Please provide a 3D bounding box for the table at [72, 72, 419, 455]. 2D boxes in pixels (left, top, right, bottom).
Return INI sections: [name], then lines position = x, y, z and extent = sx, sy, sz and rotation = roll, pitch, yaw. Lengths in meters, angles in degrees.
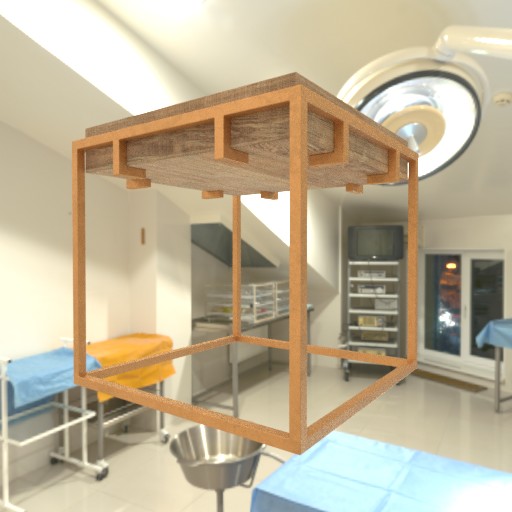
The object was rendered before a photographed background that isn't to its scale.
[table]
position = 0.000, 0.000, 1.078
extent = 0.599, 0.584, 0.599
rotation = 1, 1, 36
